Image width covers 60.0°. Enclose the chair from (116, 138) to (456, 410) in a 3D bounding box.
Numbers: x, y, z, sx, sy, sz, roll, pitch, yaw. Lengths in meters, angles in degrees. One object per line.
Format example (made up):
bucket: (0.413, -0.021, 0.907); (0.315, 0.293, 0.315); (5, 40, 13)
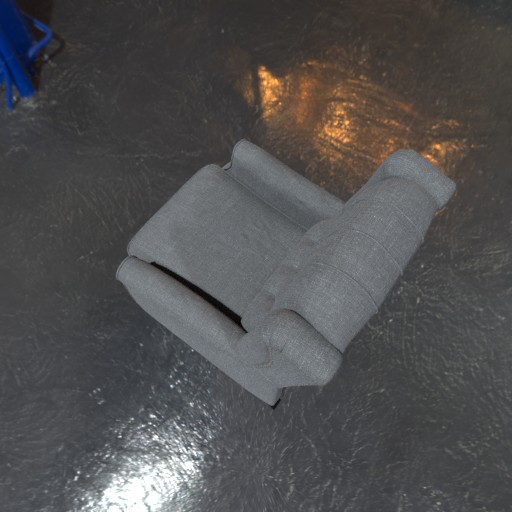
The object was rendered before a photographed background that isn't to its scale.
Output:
chair: (0.000, 0.000, 1.602); (0.898, 1.035, 0.742); (34, 69, 15)
